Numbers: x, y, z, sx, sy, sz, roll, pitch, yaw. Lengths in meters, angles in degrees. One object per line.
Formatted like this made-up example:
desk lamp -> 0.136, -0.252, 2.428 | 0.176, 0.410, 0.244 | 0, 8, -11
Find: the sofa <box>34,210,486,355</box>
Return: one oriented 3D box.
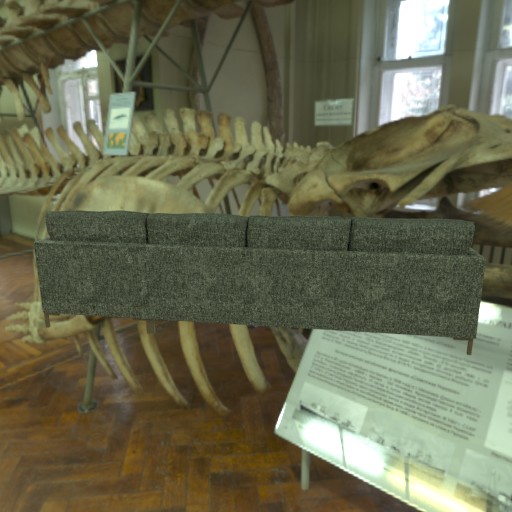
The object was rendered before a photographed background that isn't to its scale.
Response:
sofa -> 0.000, 0.000, 4.010 | 3.384, 0.970, 1.488 | 2, 15, 8
